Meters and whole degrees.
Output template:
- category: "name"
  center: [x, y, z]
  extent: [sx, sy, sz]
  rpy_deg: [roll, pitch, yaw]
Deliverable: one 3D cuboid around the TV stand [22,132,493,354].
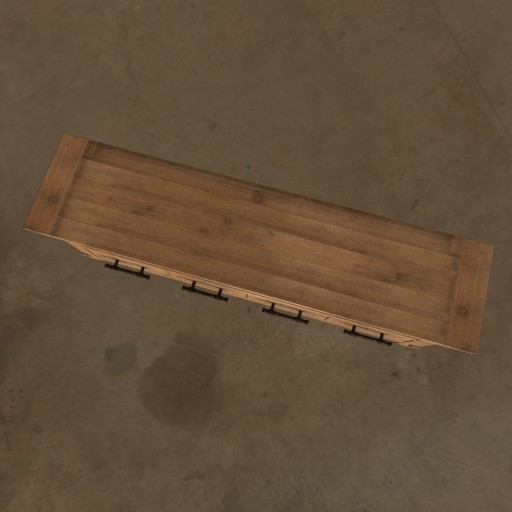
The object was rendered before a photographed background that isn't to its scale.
- category: "TV stand"
  center: [0.000, 0.000, 2.016]
  extent: [1.804, 0.573, 0.453]
  rpy_deg: [15, 76, 4]
